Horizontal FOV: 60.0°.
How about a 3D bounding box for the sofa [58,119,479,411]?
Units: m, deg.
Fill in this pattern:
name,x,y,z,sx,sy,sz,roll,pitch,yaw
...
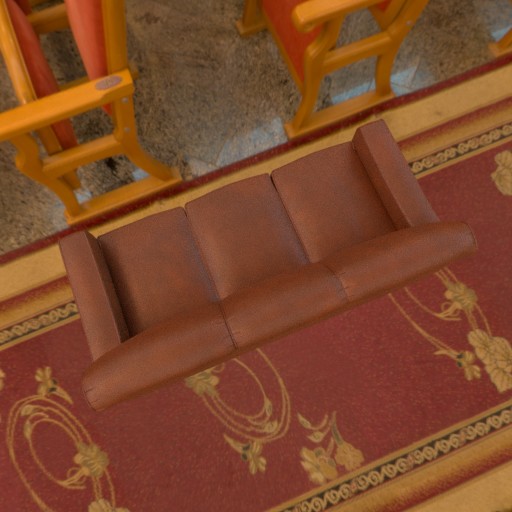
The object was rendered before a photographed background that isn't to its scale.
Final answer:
name,x,y,z,sx,sy,sz,roll,pitch,yaw
sofa,0.000,0.000,2.584,2.039,0.953,1.008,-22,76,-6
